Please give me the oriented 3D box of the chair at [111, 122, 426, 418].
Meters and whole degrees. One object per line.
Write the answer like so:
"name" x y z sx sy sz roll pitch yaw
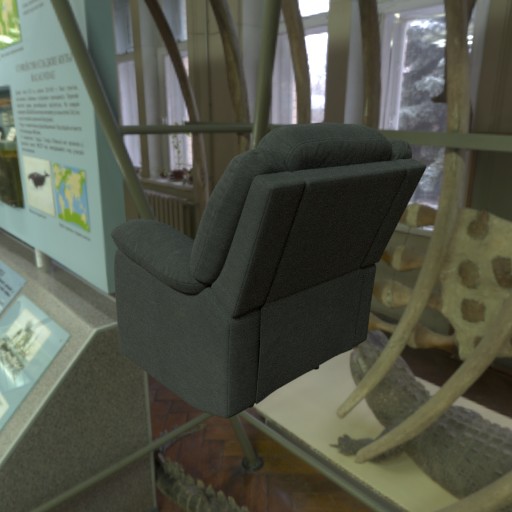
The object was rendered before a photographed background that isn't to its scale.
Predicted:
"chair" 0.000 0.000 1.746 0.899 1.008 0.944 -15 23 -41
